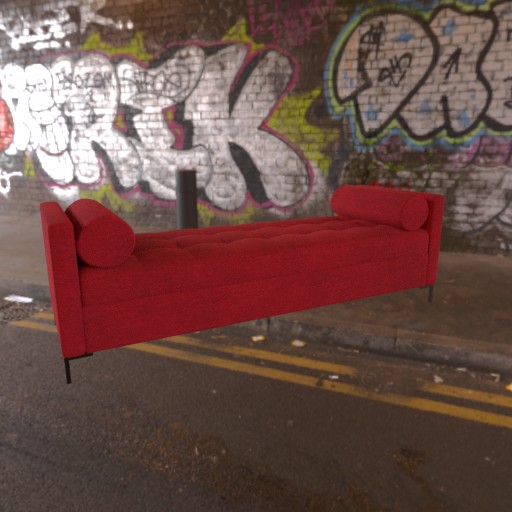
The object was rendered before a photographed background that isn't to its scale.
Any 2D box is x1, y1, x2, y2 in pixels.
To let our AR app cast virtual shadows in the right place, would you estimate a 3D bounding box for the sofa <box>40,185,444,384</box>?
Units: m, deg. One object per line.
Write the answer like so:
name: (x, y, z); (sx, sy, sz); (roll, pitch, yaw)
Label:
sofa: (0.000, 0.000, 2.338); (1.981, 0.635, 0.686); (-7, 16, -27)
